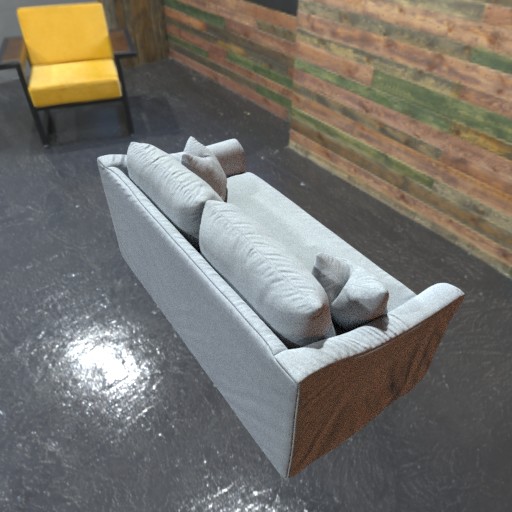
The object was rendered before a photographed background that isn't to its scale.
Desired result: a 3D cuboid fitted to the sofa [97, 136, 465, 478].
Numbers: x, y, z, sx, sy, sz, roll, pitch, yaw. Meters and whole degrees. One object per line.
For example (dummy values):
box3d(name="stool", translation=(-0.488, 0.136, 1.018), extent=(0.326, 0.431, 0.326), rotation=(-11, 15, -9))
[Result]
box3d(name="sofa", translation=(0.000, 0.000, 2.608), extent=(1.072, 1.018, 2.010), rotation=(-25, 47, -26))
